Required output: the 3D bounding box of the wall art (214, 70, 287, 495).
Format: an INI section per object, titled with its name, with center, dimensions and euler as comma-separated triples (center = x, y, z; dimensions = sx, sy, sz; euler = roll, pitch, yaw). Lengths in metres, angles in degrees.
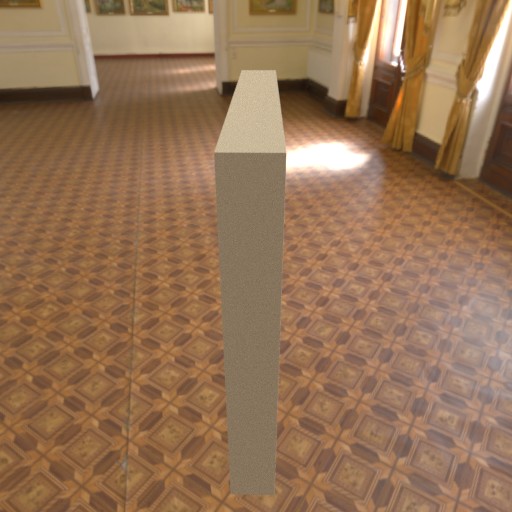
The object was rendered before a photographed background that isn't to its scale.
[wall art]
center = 0.000, 0.000, 0.442
dimensions = 0.038, 0.304, 0.305
euler = 1, 30, 1
